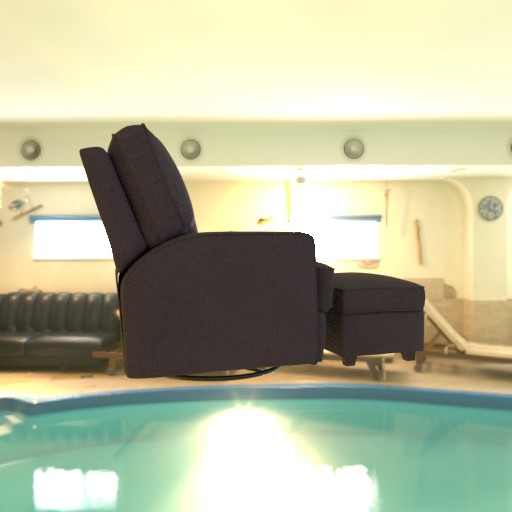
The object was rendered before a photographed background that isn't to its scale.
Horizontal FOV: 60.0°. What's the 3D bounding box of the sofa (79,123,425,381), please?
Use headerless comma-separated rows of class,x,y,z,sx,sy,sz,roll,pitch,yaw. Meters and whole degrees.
sofa,0.000,0.000,2.050,1.472,0.959,0.861,0,0,-18
